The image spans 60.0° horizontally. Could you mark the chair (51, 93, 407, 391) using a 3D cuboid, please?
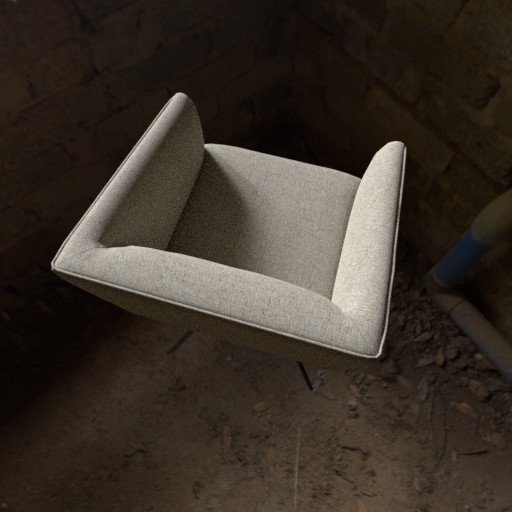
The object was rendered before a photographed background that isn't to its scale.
[{"bbox_3d":[0.000,0.000,1.232,0.628,0.760,0.623,15,65,7],"label":"chair"}]
